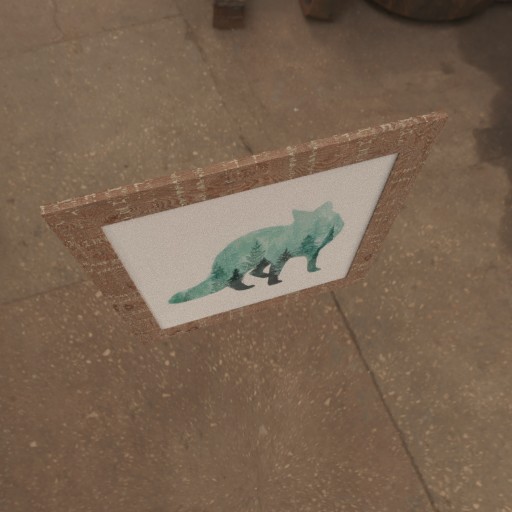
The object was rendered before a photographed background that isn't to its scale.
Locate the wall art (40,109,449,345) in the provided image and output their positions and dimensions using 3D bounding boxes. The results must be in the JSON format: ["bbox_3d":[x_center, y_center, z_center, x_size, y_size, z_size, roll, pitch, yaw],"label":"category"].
[{"bbox_3d":[0.000,0.000,0.573,0.384,0.384,0.012,-15,63,-8],"label":"wall art"}]
